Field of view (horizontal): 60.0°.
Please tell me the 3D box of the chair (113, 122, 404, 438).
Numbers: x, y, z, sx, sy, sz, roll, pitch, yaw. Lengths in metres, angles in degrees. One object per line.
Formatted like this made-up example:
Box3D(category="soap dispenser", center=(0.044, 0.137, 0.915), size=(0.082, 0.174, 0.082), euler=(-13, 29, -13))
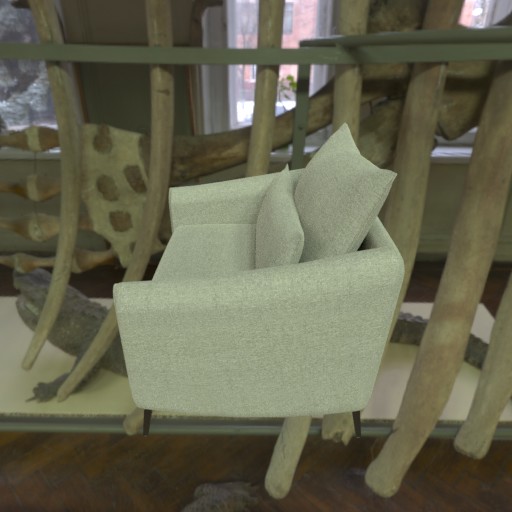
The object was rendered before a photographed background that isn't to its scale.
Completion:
Box3D(category="chair", center=(0.000, 0.000, 1.659), size=(0.801, 0.856, 1.029), euler=(0, 27, 0))
